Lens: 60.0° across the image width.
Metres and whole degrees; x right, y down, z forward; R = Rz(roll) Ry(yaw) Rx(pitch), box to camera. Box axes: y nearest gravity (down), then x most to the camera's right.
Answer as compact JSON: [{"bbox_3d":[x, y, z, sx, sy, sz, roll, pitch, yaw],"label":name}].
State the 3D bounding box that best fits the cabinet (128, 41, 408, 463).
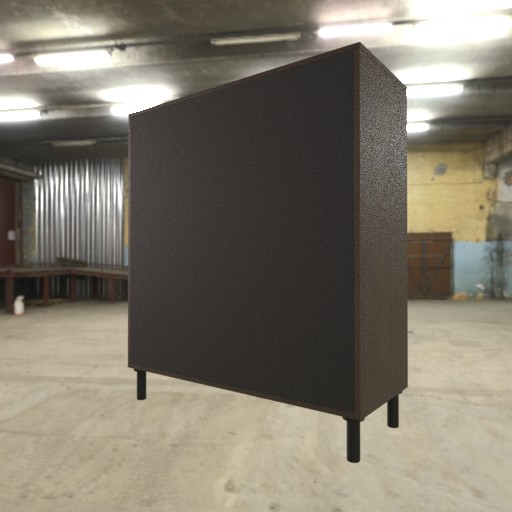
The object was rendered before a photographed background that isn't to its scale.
[{"bbox_3d":[0.000,0.000,1.674,1.010,1.170,0.400,0,-1,37],"label":"cabinet"}]
